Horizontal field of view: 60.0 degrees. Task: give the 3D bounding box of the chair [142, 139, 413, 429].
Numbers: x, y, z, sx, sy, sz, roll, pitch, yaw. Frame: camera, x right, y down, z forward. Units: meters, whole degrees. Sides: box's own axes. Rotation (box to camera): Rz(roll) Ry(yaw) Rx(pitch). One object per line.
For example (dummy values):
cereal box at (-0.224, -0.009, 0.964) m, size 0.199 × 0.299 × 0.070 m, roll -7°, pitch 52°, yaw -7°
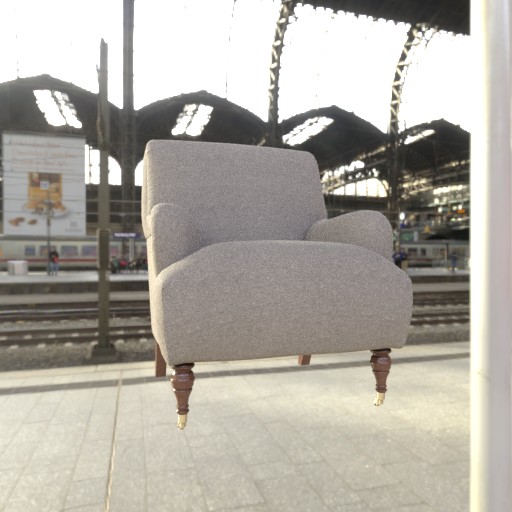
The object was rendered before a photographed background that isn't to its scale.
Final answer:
chair at (0.000, 0.000, 1.574) m, size 0.766 × 0.942 × 0.843 m, roll 0°, pitch 0°, yaw -18°
